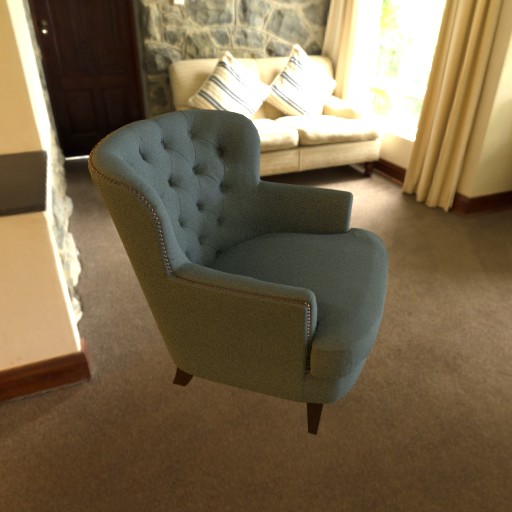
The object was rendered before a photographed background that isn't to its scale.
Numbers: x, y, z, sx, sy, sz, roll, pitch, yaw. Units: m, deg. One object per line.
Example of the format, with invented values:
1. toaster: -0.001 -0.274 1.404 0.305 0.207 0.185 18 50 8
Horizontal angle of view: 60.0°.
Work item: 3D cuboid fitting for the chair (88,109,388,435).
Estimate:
1. chair: 0.000 0.000 1.560 0.906 0.868 0.848 9 31 16
